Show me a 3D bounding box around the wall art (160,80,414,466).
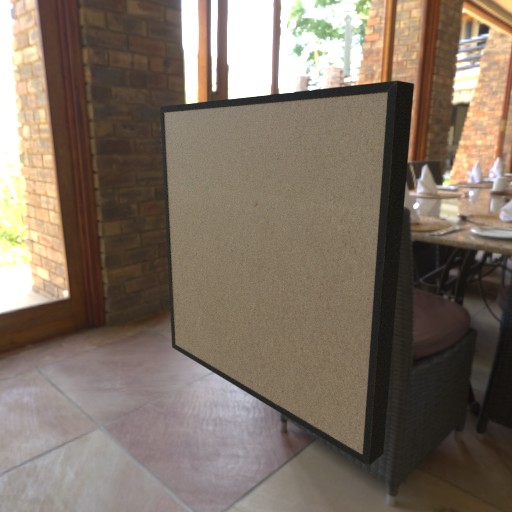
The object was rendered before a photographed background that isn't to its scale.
[{"bbox_3d":[0.000,0.000,0.753,0.038,0.508,0.508,-13,19,-41],"label":"wall art"}]
